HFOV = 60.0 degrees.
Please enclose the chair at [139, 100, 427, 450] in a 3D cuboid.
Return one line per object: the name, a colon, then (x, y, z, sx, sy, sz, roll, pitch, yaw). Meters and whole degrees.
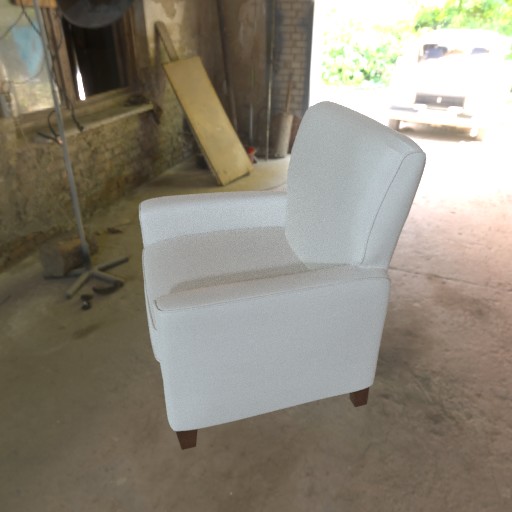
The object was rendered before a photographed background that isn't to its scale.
chair: (0.000, 0.000, 1.690, 0.858, 1.028, 0.841, -8, 31, -14)
